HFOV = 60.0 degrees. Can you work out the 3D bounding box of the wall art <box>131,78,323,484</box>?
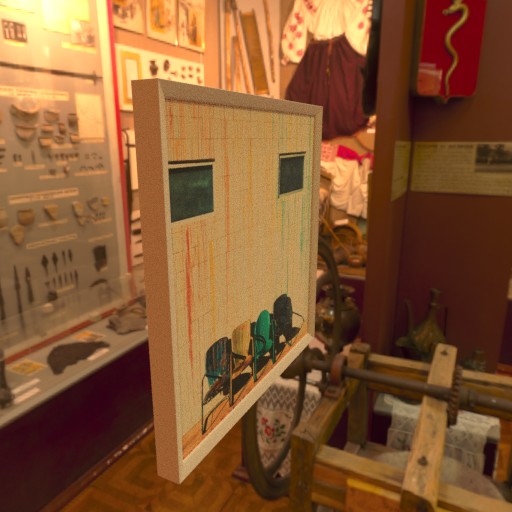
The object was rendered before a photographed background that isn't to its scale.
[{"bbox_3d":[0.000,0.000,0.751,0.037,0.508,0.508,8,17,27],"label":"wall art"}]
